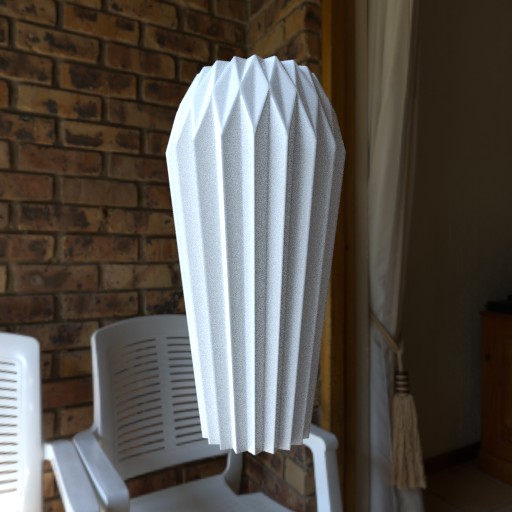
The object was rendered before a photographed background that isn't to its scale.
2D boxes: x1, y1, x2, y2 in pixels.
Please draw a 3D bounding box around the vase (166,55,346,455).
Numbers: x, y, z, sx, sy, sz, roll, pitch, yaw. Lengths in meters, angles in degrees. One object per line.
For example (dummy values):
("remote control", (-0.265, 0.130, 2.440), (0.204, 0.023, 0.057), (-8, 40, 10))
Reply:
("vase", (0.000, 0.000, 0.333), (0.133, 0.263, 0.133), (0, 0, 0))
